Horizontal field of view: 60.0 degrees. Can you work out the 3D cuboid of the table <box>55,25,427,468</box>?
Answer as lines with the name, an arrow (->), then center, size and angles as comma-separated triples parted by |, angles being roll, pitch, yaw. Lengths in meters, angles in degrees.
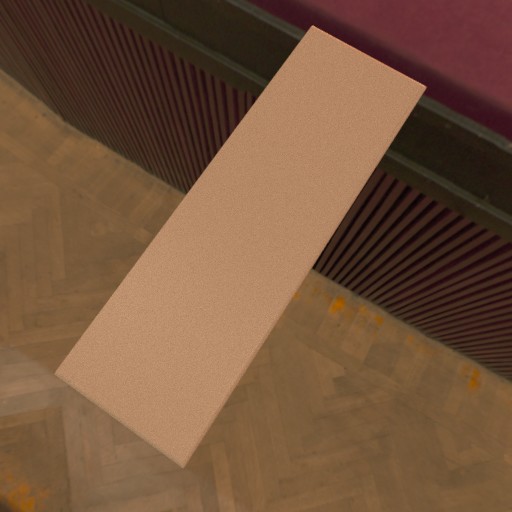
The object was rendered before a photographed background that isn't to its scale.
table -> 0.000, 0.000, 1.552 | 0.384, 0.808, 1.197 | 32, 78, 8
